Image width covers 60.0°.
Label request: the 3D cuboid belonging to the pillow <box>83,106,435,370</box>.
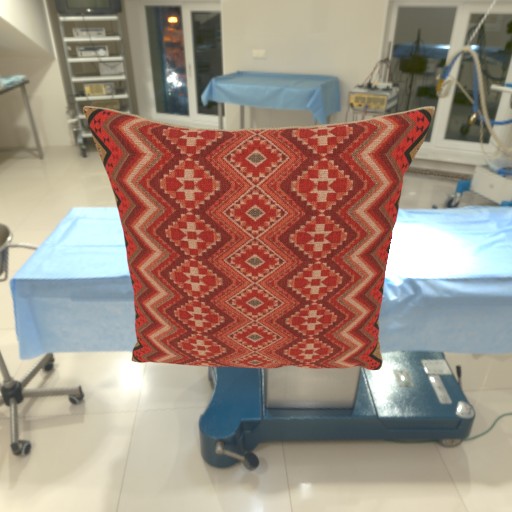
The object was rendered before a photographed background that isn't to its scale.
[{"bbox_3d":[0.000,0.000,0.774,0.513,0.511,0.158,1,30,2],"label":"pillow"}]
